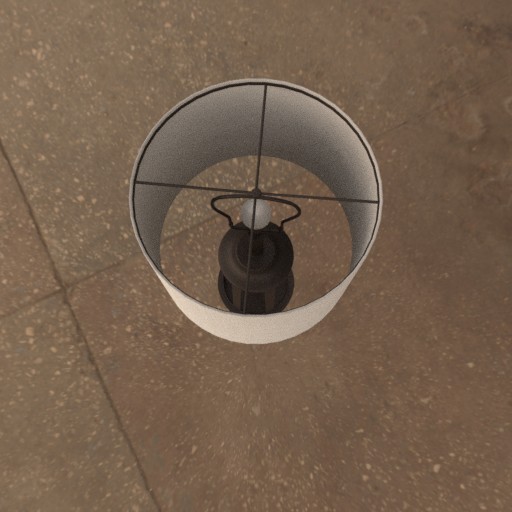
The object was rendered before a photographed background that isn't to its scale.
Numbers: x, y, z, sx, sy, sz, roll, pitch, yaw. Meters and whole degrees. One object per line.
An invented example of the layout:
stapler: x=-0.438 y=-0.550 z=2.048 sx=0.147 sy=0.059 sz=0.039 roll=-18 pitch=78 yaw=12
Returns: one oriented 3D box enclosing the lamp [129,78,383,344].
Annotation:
lamp: x=0.000 y=0.000 z=0.632 sx=0.251 sy=0.509 sz=0.251 roll=0 pitch=77 yaw=0
